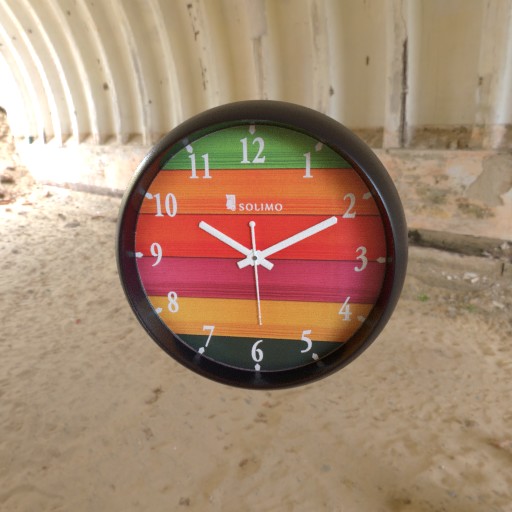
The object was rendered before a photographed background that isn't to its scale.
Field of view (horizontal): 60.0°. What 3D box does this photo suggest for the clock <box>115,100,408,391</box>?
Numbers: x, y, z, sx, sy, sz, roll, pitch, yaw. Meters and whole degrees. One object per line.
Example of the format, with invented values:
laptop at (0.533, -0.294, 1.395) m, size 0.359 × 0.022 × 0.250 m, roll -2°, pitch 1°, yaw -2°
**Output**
clock at (0.000, 0.000, 0.445) m, size 0.300 × 0.300 × 0.060 m, roll 2°, pitch 15°, yaw 8°
